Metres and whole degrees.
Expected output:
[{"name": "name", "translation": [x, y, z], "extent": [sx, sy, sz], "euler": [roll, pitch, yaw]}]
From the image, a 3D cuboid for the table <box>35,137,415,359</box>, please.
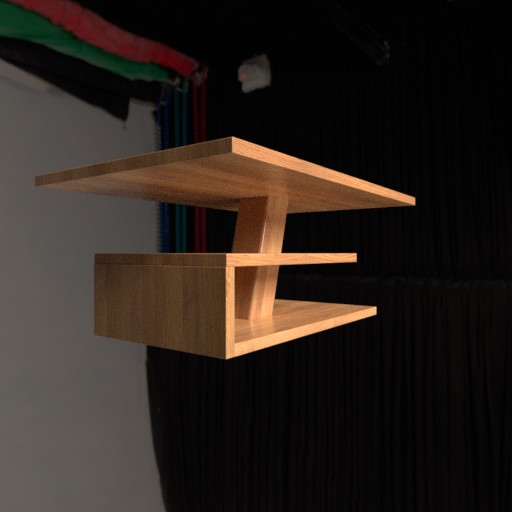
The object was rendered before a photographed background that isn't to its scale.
[{"name": "table", "translation": [0.000, 0.000, 1.455], "extent": [0.700, 0.442, 1.100], "euler": [0, 0, 36]}]
